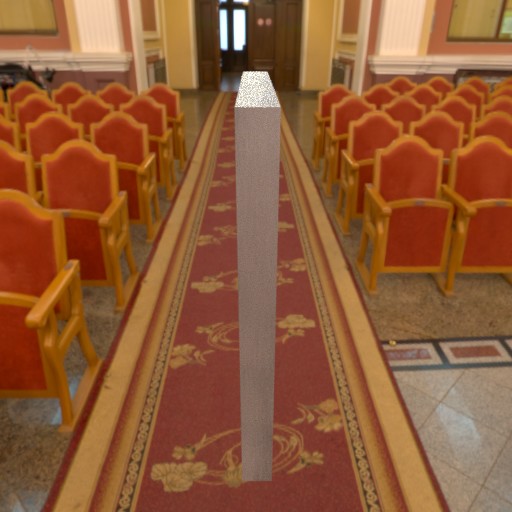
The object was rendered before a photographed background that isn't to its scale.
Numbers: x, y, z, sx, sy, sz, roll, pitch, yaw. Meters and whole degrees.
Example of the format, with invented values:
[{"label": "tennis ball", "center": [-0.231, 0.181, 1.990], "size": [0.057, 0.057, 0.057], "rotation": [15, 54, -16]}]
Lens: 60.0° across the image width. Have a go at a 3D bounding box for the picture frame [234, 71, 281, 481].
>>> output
[{"label": "picture frame", "center": [0.000, 0.000, 0.763], "size": [0.046, 0.555, 0.449], "rotation": [0, 27, 0]}]
